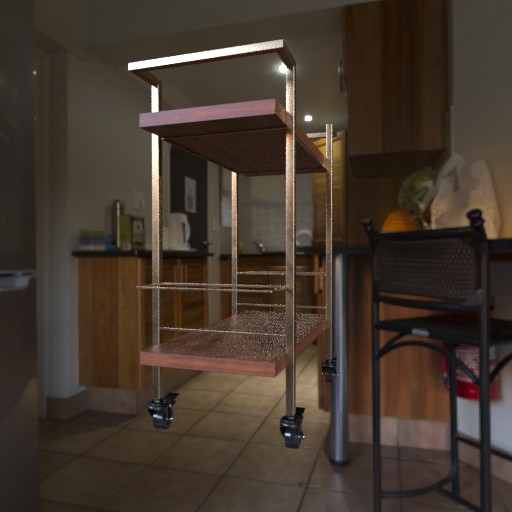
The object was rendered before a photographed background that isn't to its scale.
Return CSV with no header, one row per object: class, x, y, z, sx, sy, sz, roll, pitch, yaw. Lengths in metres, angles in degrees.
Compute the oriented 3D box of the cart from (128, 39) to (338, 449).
cart,0.000,0.000,1.194,0.364,0.807,0.695,0,1,19
